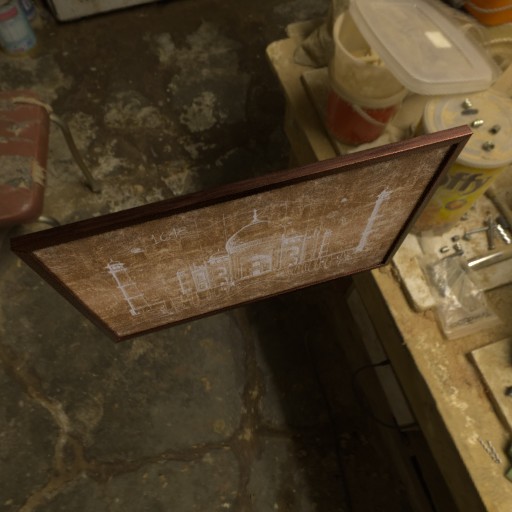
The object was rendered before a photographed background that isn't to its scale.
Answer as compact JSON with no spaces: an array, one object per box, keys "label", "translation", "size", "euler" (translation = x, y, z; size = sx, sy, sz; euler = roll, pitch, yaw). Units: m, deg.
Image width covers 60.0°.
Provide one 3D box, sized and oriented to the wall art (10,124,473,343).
[{"label":"wall art","translation":[0.000,0.000,0.535],"size":[0.431,0.304,0.012],"euler":[-15,65,-7]}]
